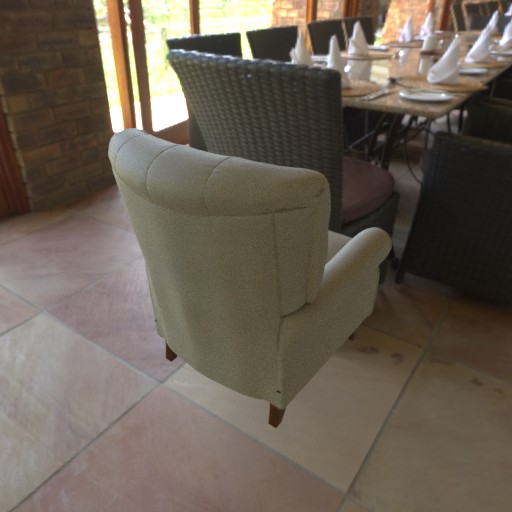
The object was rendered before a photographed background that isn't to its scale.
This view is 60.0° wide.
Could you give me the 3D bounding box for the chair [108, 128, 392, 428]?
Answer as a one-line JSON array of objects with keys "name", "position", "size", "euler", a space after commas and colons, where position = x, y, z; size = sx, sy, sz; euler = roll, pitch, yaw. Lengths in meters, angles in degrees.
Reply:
[{"name": "chair", "position": [0.000, 0.000, 1.960], "size": [0.943, 1.158, 1.059], "euler": [22, 37, 32]}]
